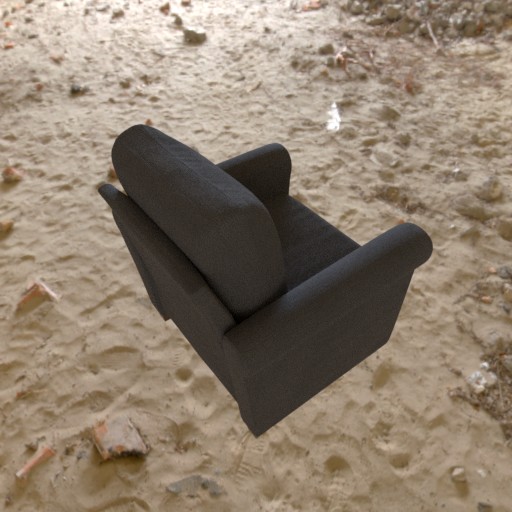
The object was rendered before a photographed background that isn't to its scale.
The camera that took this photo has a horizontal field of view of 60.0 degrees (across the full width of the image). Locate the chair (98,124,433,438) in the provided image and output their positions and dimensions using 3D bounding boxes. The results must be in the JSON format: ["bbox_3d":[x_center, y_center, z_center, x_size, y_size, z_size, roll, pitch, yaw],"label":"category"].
[{"bbox_3d":[0.000,0.000,1.612,0.828,0.942,0.867,-26,48,-27],"label":"chair"}]
